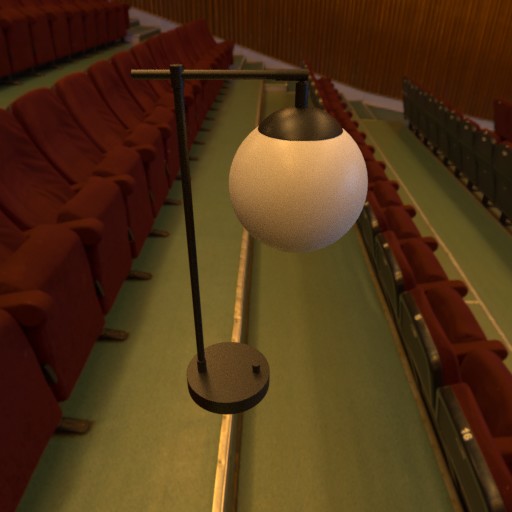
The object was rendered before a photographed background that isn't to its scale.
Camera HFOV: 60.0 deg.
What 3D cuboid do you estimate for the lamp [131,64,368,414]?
[{"bbox_3d":[0.000,0.000,0.701,0.316,0.559,0.197,1,31,1],"label":"lamp"}]
